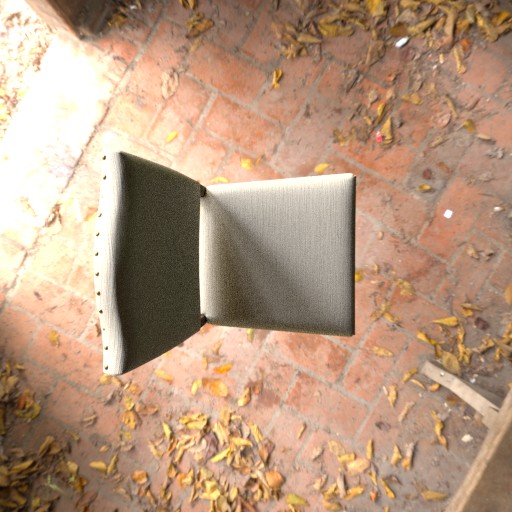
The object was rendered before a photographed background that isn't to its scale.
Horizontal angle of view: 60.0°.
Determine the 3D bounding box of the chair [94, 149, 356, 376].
[{"bbox_3d":[0.000,0.000,1.324,0.619,1.015,0.508,0,92,-1],"label":"chair"}]
